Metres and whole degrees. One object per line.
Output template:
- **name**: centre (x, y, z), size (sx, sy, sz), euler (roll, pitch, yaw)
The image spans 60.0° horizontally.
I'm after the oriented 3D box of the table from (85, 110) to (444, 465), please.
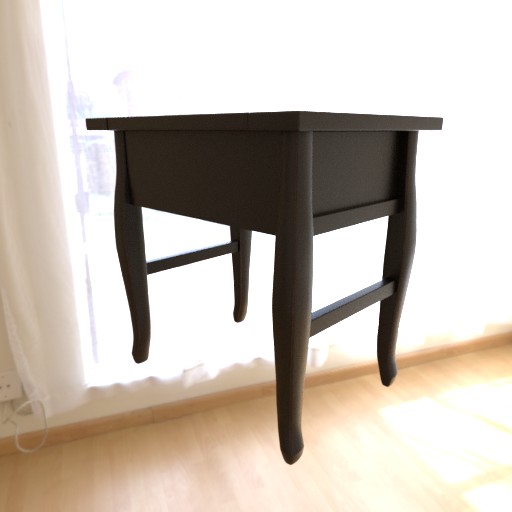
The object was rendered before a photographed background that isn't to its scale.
- **table**: centre (0.000, 0.000, 1.012), size (0.602, 0.604, 0.460), euler (15, 22, 42)
